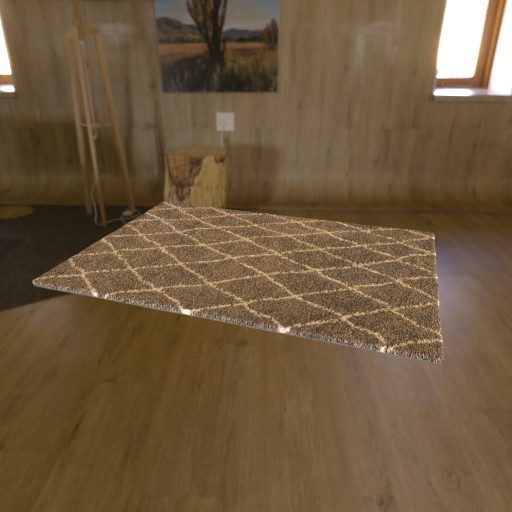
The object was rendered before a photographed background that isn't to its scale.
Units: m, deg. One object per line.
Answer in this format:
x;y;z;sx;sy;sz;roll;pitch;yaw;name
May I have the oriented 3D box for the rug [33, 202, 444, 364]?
0.000;0.000;2.310;1.778;0.030;1.219;8;26;17;rug
